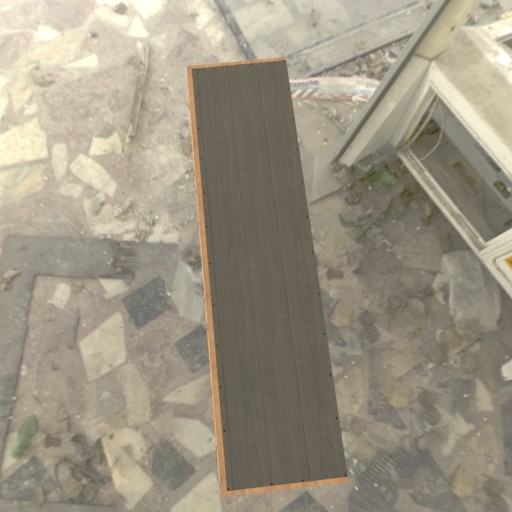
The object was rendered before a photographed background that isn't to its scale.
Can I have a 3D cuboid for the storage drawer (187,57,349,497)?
[{"bbox_3d":[0.000,0.000,2.173,0.538,0.264,2.032,-6,75,-2],"label":"storage drawer"}]
